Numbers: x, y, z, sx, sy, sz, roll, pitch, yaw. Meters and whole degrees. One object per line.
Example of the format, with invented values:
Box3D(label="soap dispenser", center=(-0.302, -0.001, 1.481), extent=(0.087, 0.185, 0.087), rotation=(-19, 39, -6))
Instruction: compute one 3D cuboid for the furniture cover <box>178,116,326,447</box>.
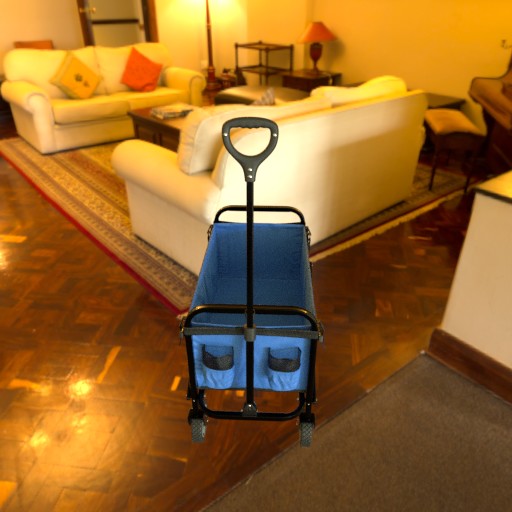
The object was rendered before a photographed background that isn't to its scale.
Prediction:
Box3D(label="furniture cover", center=(0.000, 0.000, 1.835), extent=(0.532, 1.295, 1.038), rotation=(1, 30, 2))
